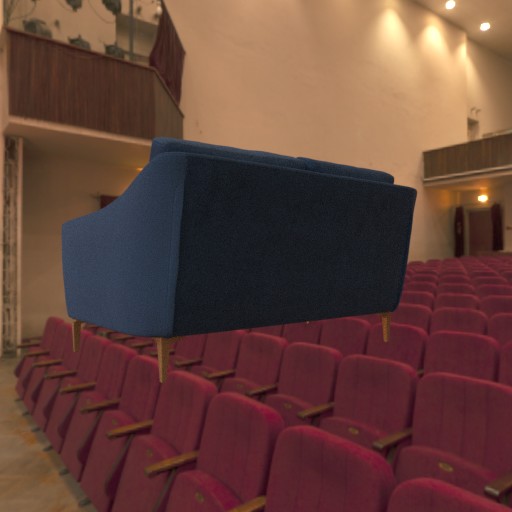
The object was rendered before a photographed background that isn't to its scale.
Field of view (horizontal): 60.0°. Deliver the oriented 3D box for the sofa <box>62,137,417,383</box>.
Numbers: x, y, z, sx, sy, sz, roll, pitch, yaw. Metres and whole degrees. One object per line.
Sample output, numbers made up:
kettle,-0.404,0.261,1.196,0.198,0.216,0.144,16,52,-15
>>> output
sofa,0.000,0.000,2.204,1.619,0.902,0.960,0,0,-36
